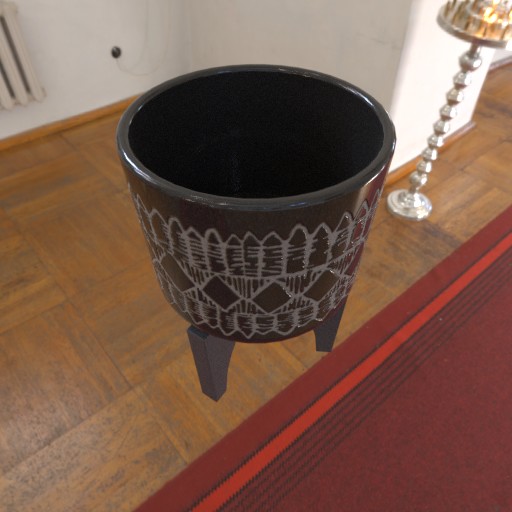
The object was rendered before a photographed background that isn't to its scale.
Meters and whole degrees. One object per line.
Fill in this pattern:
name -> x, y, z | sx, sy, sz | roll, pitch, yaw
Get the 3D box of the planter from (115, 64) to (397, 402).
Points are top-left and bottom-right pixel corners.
planter -> 0.000, 0.000, 0.528 | 0.251, 0.355, 0.251 | 3, 46, 3
